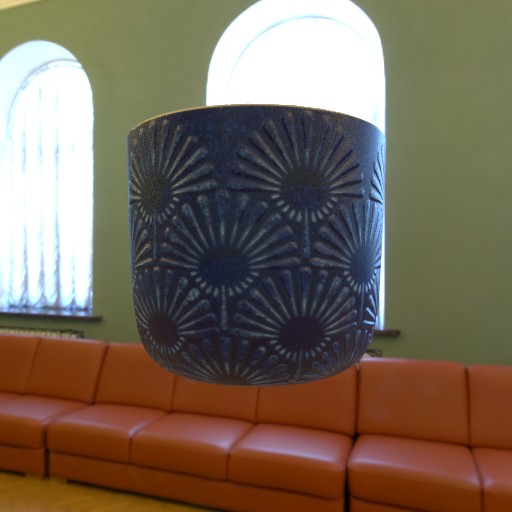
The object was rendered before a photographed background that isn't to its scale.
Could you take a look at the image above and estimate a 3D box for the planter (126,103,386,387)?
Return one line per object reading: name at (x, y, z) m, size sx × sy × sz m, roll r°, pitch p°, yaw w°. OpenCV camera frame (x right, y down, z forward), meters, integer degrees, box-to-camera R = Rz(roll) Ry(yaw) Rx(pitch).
planter at (0.000, 0.000, 0.220) m, size 0.124 × 0.109 × 0.124 m, roll 0°, pitch -1°, yaw 0°
